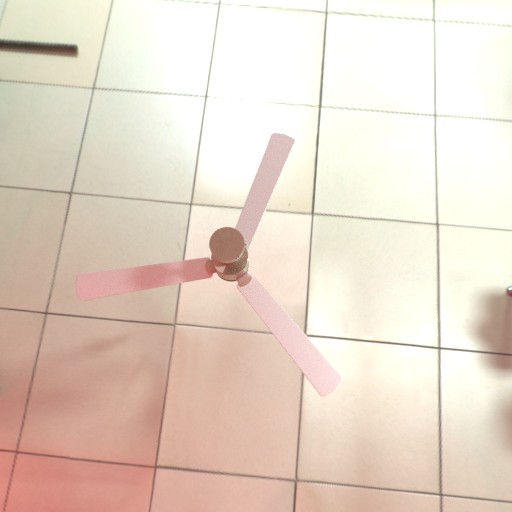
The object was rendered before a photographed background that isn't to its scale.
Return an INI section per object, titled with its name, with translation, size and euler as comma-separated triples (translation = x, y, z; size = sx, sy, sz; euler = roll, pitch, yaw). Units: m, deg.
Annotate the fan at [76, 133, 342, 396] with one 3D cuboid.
[fan]
translation = 0.000, 0.000, 2.373
size = 1.531, 0.446, 1.561
euler = 37, 78, 9
